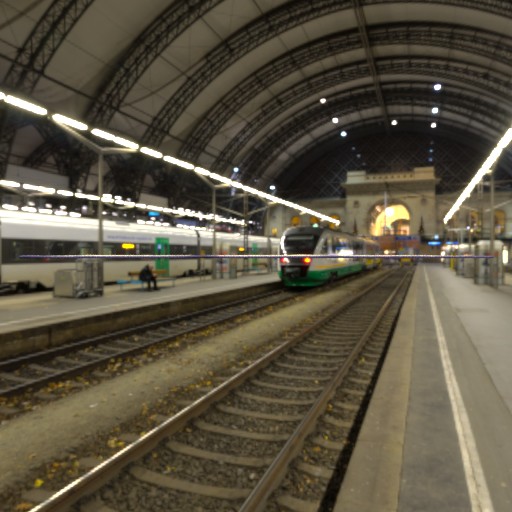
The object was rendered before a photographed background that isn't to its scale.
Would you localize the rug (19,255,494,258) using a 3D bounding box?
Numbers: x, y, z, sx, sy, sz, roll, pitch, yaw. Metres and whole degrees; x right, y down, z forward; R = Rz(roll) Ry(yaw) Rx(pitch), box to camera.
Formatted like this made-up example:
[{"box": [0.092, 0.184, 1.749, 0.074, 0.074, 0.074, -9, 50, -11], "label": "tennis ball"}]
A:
[{"box": [0.000, 0.000, 2.243, 1.781, 0.012, 1.184, 0, 0, -1], "label": "rug"}]
